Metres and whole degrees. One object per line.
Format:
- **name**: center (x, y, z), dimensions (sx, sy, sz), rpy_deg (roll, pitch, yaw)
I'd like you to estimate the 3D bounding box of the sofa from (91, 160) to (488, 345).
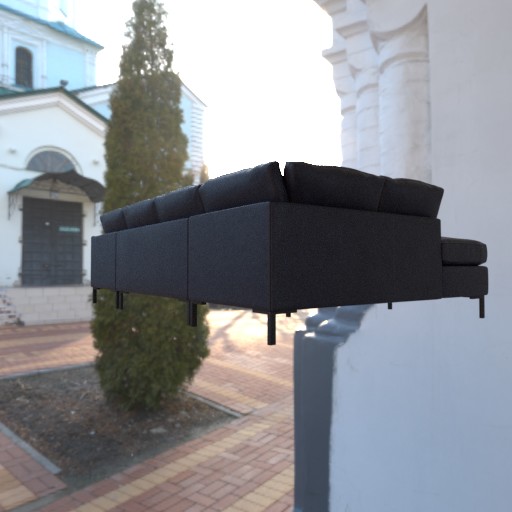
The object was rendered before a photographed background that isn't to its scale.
- **sofa**: center (0.000, 0.000, 3.751), dimensions (1.939, 0.900, 2.956), rpy_deg (1, -2, -36)
